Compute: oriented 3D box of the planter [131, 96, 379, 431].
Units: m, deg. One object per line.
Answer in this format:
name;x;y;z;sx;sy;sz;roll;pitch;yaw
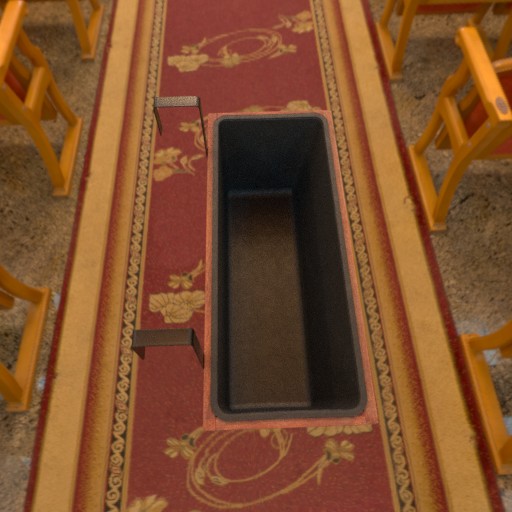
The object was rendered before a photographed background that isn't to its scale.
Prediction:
planter;0.000;0.000;0.646;0.262;0.289;0.480;-2;63;-1
